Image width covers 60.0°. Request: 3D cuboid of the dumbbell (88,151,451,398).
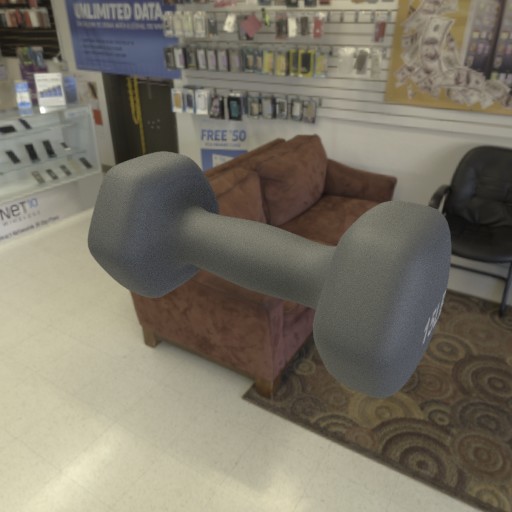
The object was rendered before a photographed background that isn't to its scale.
[{"bbox_3d":[0.000,0.000,0.302,0.240,0.105,0.116,18,34,30],"label":"dumbbell"}]
